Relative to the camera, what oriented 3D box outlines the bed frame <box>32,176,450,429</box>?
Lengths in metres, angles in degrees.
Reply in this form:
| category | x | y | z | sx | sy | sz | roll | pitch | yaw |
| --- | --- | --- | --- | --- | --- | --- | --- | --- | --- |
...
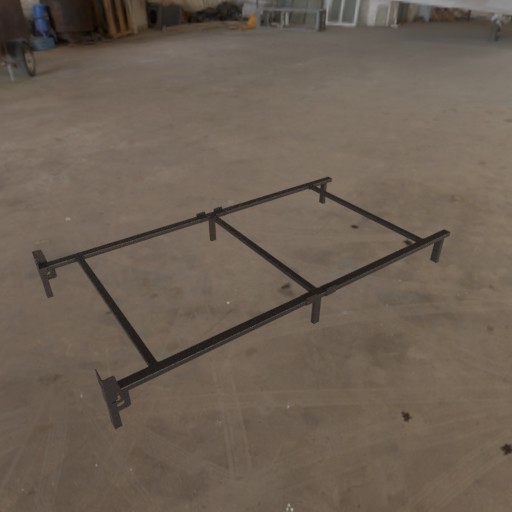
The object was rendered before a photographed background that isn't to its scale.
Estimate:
| category | x | y | z | sx | sy | sz | roll | pitch | yaw |
| --- | --- | --- | --- | --- | --- | --- | --- | --- | --- |
| bed frame | 0.000 | 0.000 | 2.279 | 1.897 | 0.248 | 0.968 | -21 | 38 | -29 |
